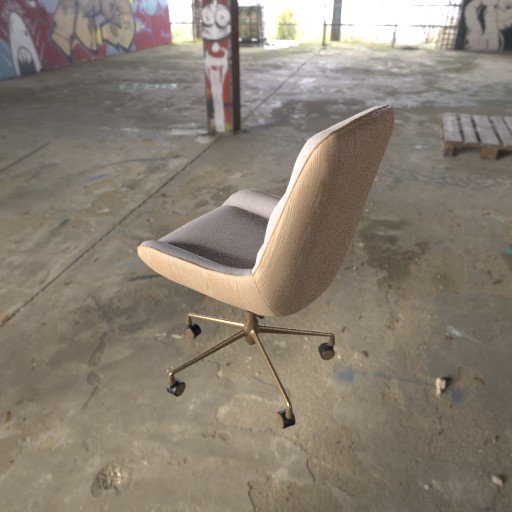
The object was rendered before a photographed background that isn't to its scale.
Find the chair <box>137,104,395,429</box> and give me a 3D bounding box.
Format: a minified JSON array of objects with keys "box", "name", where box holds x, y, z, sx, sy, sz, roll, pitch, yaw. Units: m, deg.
[{"box":[0.000,0.000,1.395,0.668,0.952,0.564,19,35,29],"name":"chair"}]
